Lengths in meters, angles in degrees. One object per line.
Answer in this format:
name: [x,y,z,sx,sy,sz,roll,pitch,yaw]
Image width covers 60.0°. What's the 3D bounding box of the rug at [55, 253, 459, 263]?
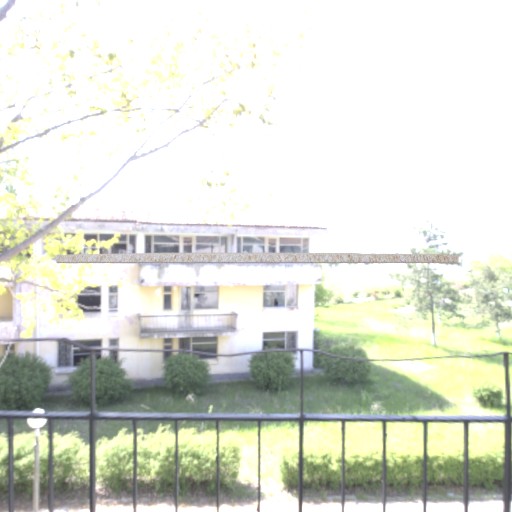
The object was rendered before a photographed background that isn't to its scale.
rug: [0.000,0.000,2.094,1.199,0.025,1.600,0,1,0]
